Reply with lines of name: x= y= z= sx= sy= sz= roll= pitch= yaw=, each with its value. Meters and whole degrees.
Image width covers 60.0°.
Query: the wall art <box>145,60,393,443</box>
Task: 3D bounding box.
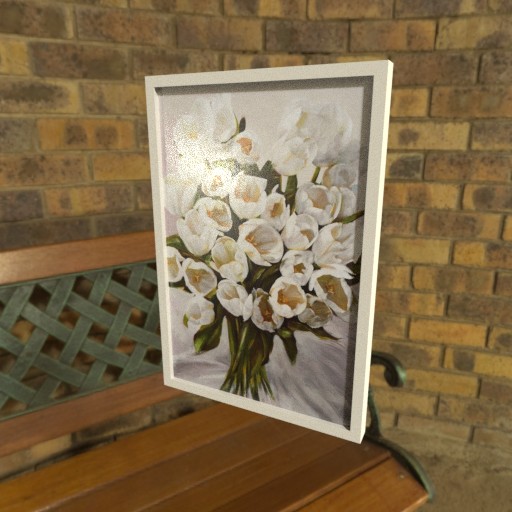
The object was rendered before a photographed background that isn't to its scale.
wall art: x=0.000 y=0.000 z=0.845 sx=0.450 sy=0.657 sz=0.038 roll=8 pitch=17 yaw=25
